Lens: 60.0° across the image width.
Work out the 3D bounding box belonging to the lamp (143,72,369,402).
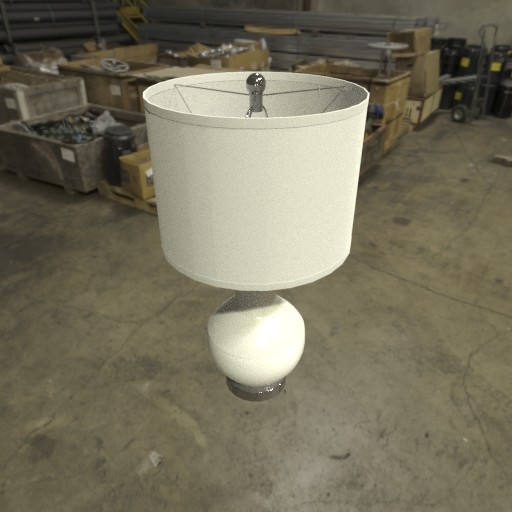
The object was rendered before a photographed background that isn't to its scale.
[{"bbox_3d":[0.000,0.000,0.870,0.357,0.673,0.357,19,36,28],"label":"lamp"}]
